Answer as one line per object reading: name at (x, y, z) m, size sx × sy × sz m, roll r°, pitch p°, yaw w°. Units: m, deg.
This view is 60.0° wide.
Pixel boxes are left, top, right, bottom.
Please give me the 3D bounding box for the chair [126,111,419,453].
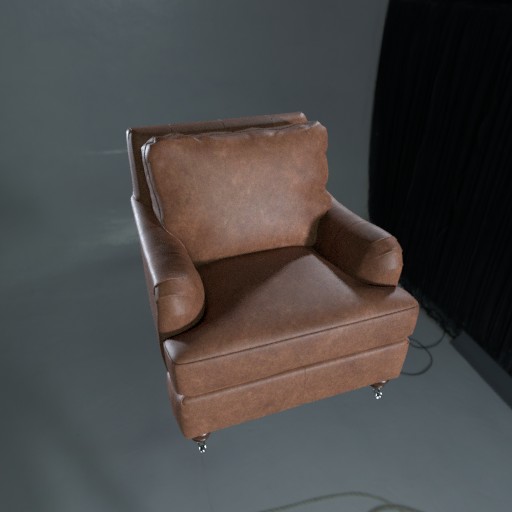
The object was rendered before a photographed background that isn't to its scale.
chair at (0.000, 0.000, 1.982) m, size 0.986 × 1.055 × 1.158 m, roll -11°, pitch 34°, yaw -16°
